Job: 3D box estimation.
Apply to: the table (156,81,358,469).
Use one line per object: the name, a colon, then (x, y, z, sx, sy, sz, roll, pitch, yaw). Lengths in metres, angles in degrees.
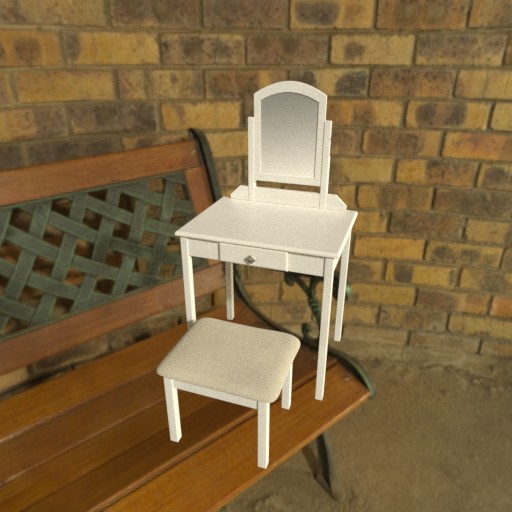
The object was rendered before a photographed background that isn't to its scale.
table: (0.000, 0.000, 2.315, 0.876, 1.631, 1.211, 9, 27, 17)
